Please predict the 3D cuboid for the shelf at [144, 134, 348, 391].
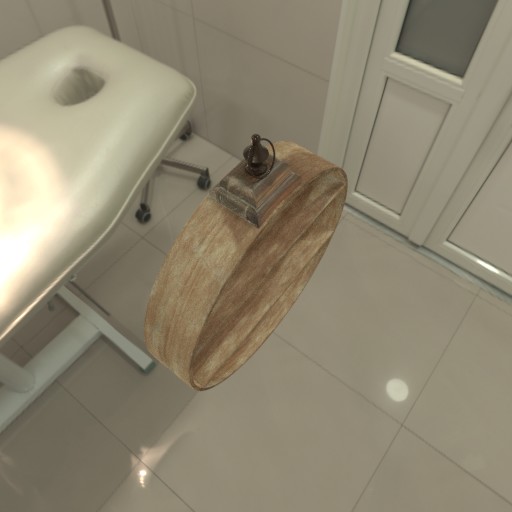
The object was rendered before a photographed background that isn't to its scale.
[{"bbox_3d":[0.000,0.000,1.008,0.125,0.725,0.601,33,64,19],"label":"shelf"}]
